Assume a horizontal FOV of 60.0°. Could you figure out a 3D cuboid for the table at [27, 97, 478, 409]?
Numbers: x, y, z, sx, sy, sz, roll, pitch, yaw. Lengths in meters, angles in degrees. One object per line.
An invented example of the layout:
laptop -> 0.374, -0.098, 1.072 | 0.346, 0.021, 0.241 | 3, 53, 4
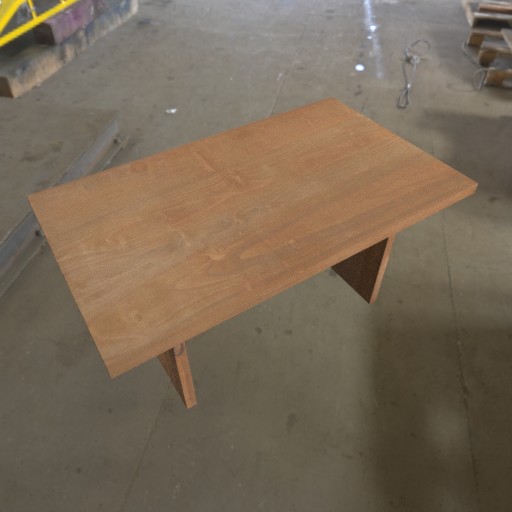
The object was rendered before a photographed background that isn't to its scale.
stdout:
table -> 0.000, 0.000, 2.104 | 1.609, 0.780, 0.946 | -25, 50, -23
